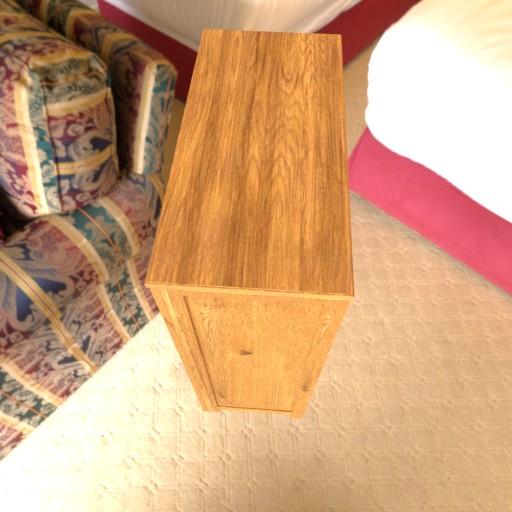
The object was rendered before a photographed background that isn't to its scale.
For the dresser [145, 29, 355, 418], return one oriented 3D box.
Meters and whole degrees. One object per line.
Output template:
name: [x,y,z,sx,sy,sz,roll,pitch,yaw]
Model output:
dresser: [0.000,0.000,1.967,0.558,1.431,1.081,4,58,2]
